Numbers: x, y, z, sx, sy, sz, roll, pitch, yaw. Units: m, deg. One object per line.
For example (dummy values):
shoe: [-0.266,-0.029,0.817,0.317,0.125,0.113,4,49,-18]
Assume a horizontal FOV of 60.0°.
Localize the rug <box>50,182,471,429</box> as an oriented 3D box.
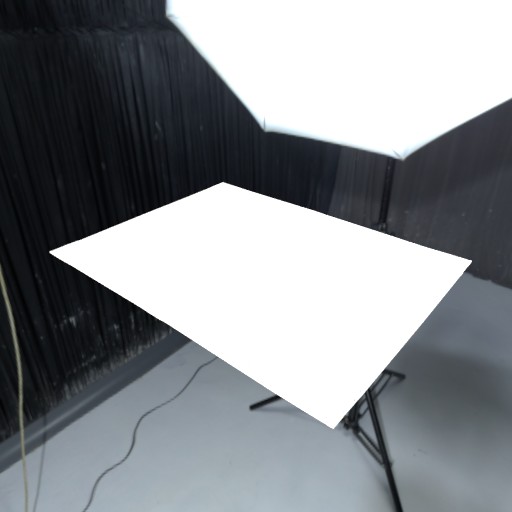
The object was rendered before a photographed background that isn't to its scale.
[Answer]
rug: [0.000,0.000,4.953,3.778,0.053,2.873,23,37,34]
